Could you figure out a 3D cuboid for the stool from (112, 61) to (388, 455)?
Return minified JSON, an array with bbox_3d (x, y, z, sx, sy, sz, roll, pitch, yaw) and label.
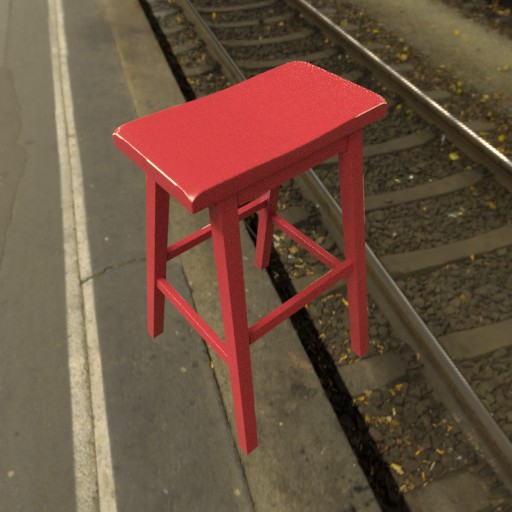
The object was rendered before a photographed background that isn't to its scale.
[{"bbox_3d":[0.000,0.000,1.053,0.457,0.737,0.476,-31,54,-26],"label":"stool"}]
